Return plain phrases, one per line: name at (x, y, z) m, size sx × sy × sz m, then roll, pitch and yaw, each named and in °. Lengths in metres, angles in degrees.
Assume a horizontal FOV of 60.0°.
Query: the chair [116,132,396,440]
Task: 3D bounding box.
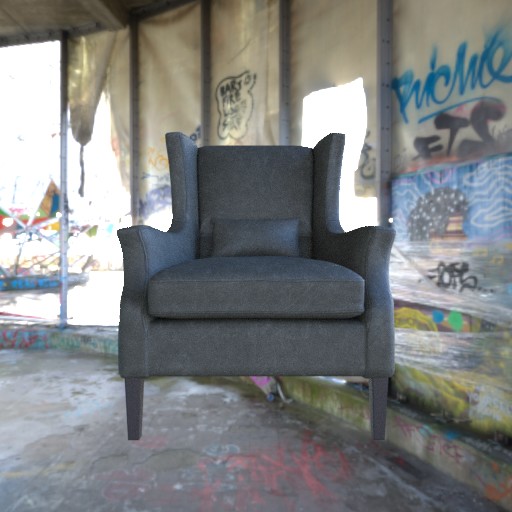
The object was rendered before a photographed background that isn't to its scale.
chair at (0.000, 0.000, 1.661) m, size 0.853 × 1.016 × 0.926 m, roll 0°, pitch 1°, yaw 0°
